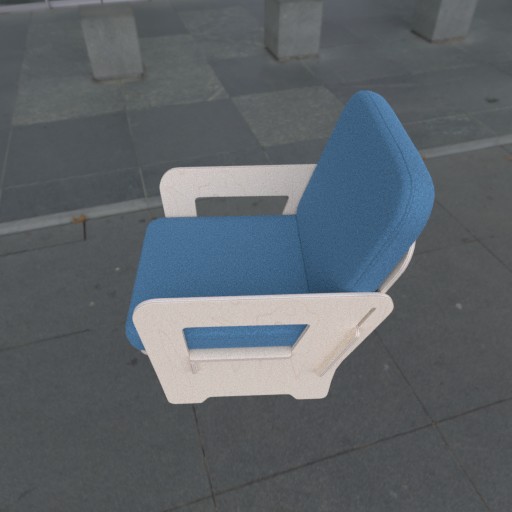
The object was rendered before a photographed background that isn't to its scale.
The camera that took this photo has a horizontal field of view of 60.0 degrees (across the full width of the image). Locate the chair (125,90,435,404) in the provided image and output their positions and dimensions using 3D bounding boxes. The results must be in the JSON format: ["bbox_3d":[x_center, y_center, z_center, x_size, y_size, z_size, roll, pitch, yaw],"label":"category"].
[{"bbox_3d":[0.000,0.000,1.195,0.657,0.747,0.547,-2,43,-2],"label":"chair"}]
